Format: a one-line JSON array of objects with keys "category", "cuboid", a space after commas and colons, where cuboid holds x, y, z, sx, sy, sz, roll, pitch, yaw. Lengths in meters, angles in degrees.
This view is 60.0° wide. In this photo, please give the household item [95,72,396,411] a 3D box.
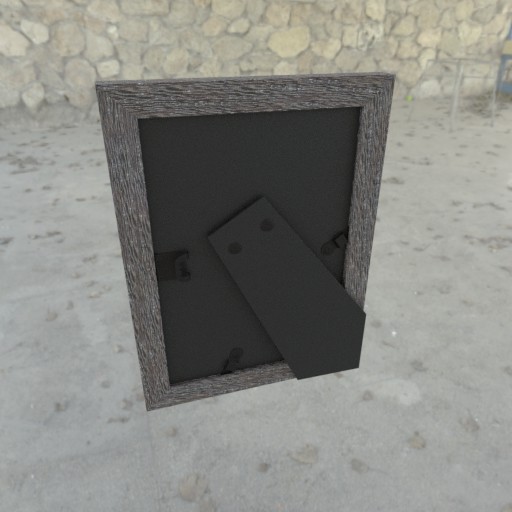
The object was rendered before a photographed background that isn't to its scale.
[{"category": "household item", "cuboid": [0.000, 0.000, 0.280, 0.160, 0.210, 0.020, -8, 29, -15]}]
